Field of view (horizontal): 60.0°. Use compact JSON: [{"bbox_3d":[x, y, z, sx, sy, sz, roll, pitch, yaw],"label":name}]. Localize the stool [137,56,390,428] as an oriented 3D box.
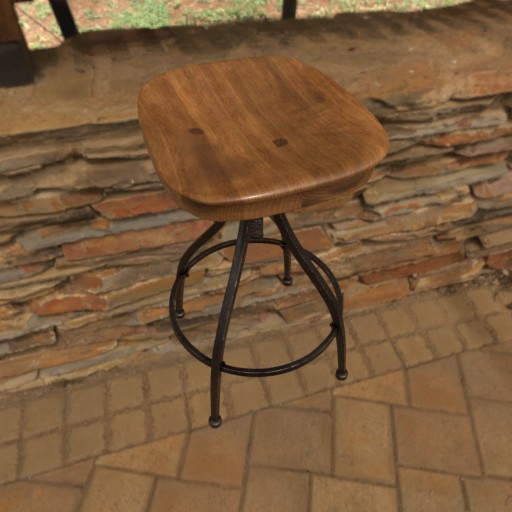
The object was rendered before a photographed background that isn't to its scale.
[{"bbox_3d":[0.000,0.000,0.979,0.424,0.694,0.432,-16,48,-15],"label":"stool"}]
